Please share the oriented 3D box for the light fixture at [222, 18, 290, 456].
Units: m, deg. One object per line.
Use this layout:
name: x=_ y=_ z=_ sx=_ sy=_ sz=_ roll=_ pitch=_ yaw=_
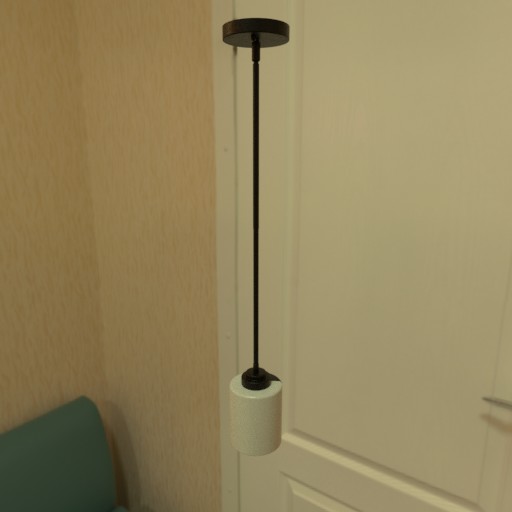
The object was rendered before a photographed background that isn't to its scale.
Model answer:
light fixture: x=0.000 y=0.000 z=0.915 sx=0.123 sy=0.863 sz=0.123 roll=2 pitch=14 yaw=7
